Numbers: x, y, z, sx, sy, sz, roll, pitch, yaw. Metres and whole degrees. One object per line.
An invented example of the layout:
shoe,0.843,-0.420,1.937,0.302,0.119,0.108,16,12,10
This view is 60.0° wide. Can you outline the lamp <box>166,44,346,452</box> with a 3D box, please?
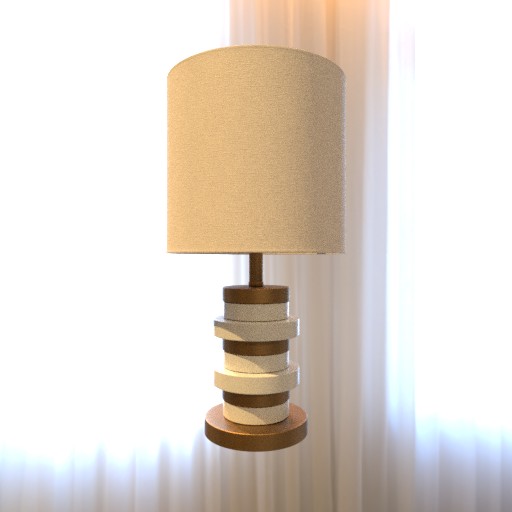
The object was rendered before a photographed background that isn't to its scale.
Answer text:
lamp,0.000,0.000,0.525,0.210,0.410,0.210,0,0,-36
